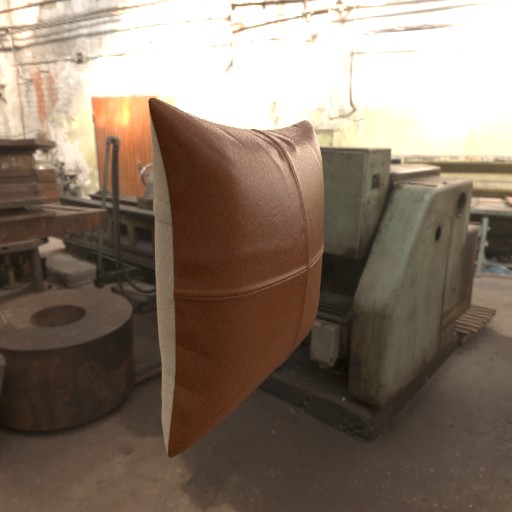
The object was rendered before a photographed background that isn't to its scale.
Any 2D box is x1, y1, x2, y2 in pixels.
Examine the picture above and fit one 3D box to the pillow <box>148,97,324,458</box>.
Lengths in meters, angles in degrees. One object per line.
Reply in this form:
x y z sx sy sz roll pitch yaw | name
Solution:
0.000 0.000 0.767 0.192 0.477 0.501 7 16 26 | pillow
